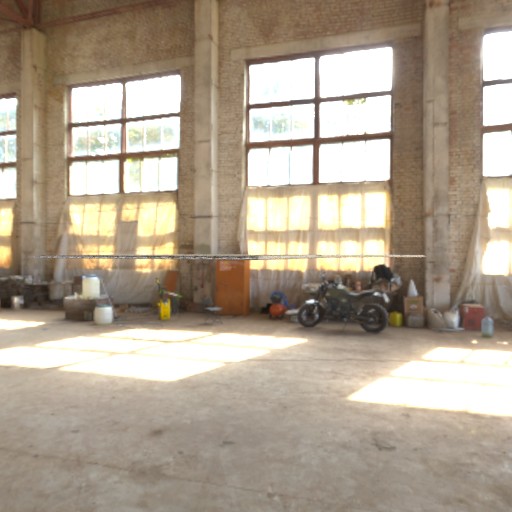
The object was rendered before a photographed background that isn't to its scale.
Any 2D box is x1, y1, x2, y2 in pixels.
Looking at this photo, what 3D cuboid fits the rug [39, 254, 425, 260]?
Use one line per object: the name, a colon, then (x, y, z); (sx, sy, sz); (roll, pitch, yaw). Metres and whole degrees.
rug: (0.000, 0.000, 3.924); (2.125, 0.028, 3.027); (0, 0, 37)
